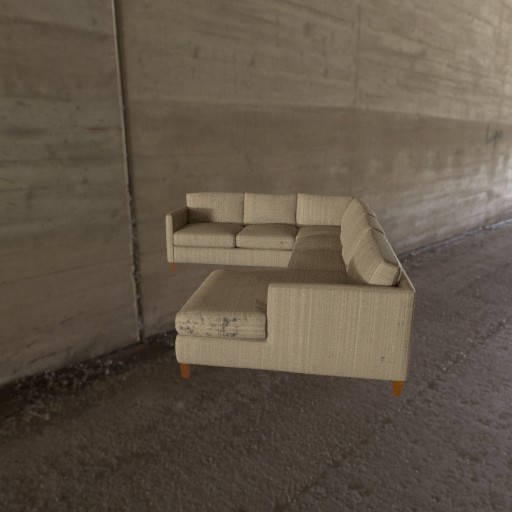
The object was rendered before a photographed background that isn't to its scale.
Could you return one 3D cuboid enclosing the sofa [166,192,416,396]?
[{"bbox_3d":[0.000,0.000,4.616,2.594,0.961,3.460,2,15,9],"label":"sofa"}]
